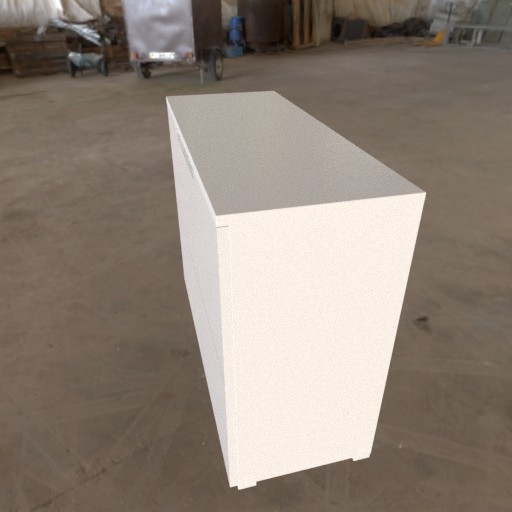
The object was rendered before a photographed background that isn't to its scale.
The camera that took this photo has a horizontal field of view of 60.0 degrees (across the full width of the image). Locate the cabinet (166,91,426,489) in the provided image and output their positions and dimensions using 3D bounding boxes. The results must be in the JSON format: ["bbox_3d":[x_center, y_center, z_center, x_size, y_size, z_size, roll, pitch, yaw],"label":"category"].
[{"bbox_3d":[0.000,0.000,1.408,0.400,0.800,1.000,-8,32,-12],"label":"cabinet"}]
